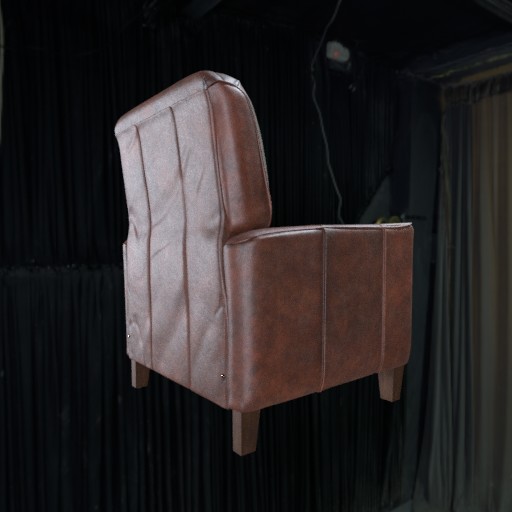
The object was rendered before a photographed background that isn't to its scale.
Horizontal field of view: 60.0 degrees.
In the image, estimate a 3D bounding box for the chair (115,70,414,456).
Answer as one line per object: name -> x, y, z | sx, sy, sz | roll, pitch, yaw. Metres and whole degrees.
chair -> 0.000, 0.000, 1.656 | 0.836, 1.043, 0.843 | -1, 2, -38
